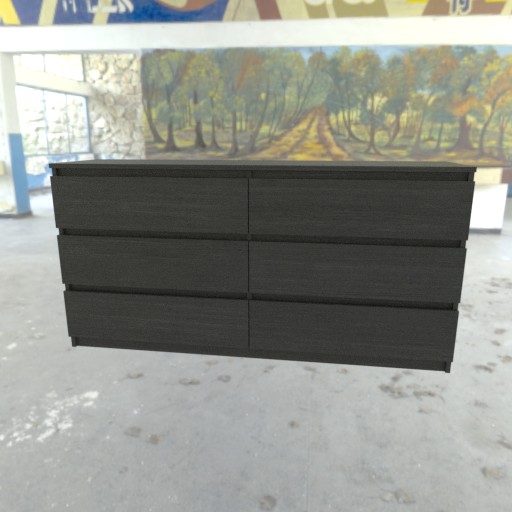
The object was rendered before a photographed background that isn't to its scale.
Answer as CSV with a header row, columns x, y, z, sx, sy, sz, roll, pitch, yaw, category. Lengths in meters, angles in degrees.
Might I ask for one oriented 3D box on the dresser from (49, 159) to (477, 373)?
x,y,z,sx,sy,sz,roll,pitch,yaw,category
0.000,0.000,1.922,1.590,0.795,0.400,2,15,8,dresser
